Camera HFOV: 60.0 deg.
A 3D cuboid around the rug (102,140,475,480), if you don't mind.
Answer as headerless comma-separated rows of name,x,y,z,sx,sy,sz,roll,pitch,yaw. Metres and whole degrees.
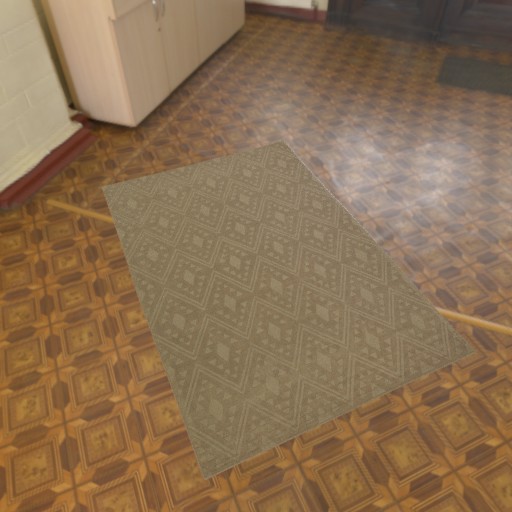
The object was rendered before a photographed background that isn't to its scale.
rug,0.000,0.000,2.306,1.252,0.034,1.829,-18,49,-17
